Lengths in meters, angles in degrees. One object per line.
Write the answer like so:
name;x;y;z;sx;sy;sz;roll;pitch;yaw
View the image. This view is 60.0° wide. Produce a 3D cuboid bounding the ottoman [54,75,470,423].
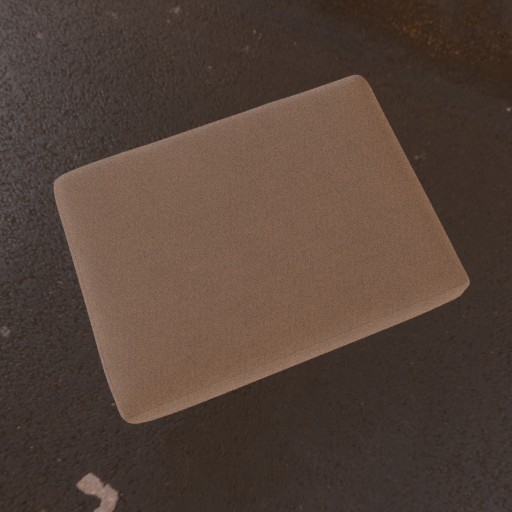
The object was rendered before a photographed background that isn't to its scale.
ottoman;0.000;0.000;1.129;0.773;0.504;0.569;-20;76;-5
